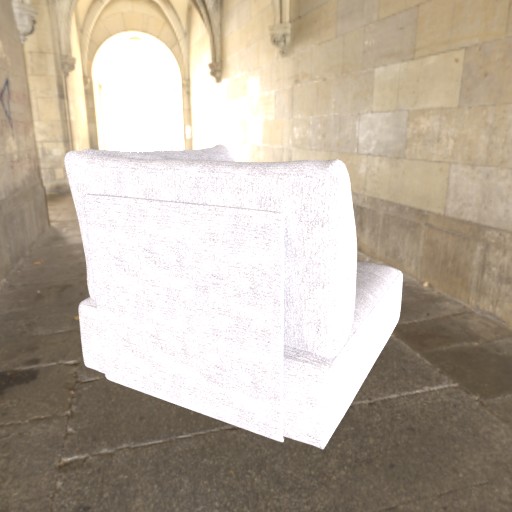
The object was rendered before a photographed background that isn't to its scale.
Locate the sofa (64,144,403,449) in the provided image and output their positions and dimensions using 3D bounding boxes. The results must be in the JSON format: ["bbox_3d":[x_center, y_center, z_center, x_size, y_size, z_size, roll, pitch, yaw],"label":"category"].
[{"bbox_3d":[0.000,0.000,1.728,1.000,0.820,1.000,8,18,28],"label":"sofa"}]
